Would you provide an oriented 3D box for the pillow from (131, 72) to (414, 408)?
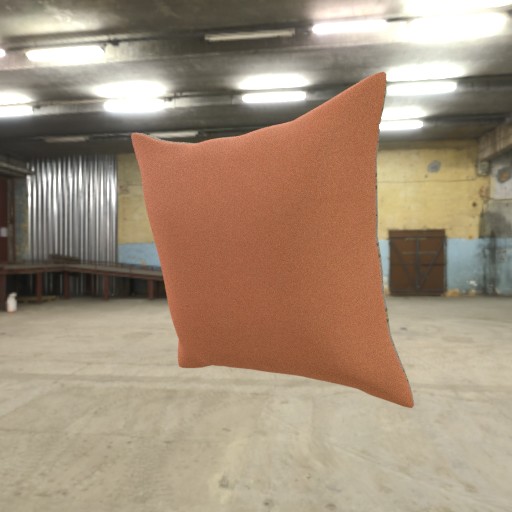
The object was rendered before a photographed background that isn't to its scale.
[{"bbox_3d":[0.000,0.000,0.689,0.453,0.430,0.200,0,0,36],"label":"pillow"}]
